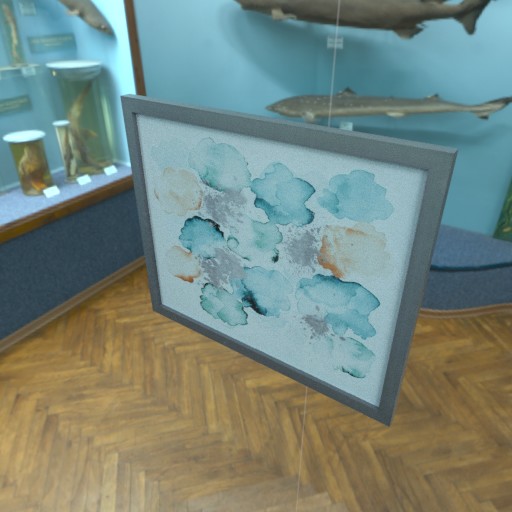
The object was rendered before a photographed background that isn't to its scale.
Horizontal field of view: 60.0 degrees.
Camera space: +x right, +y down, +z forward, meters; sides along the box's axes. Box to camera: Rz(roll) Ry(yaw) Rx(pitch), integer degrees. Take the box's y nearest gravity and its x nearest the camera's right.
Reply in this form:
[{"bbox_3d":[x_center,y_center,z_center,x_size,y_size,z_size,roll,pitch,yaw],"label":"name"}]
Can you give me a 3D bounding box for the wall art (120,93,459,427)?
[{"bbox_3d":[0.000,0.000,0.905,0.660,0.558,0.026,19,36,29],"label":"wall art"}]
